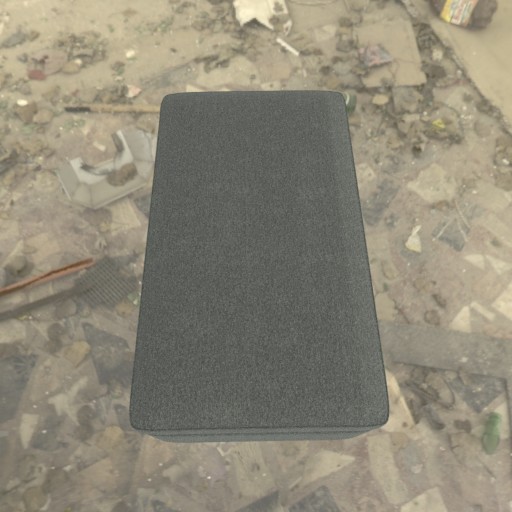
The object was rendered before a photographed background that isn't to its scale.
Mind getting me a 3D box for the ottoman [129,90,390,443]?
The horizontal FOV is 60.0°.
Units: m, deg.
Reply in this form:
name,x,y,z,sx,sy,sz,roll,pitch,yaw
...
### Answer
name,x,y,z,sx,sy,sz,roll,pitch,yaw
ottoman,0.000,0.000,1.548,0.681,0.494,1.173,-1,63,0
